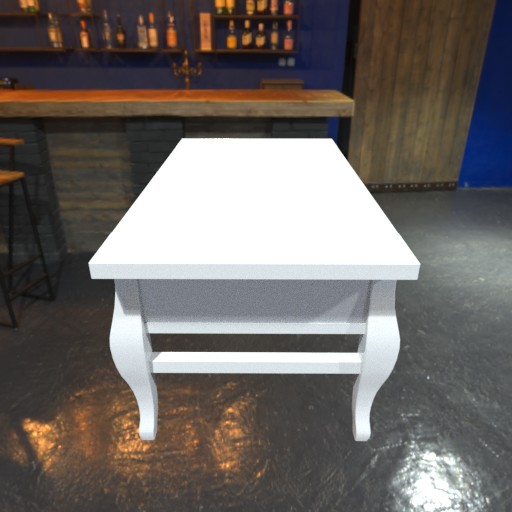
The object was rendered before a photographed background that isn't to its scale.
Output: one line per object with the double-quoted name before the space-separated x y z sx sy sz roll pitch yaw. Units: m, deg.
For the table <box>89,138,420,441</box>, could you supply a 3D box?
"table" 0.000 0.000 1.363 0.600 0.495 1.062 0 26 0
